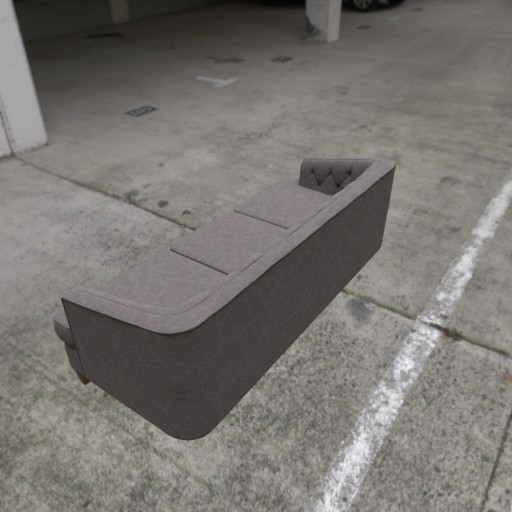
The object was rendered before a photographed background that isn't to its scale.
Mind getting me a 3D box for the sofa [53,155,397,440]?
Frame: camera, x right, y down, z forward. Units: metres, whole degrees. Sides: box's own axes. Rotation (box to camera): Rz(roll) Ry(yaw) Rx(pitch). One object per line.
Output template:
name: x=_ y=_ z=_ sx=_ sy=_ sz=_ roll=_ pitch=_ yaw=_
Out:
sofa: x=0.000 y=0.000 z=2.743 sx=0.917 sy=0.806 sz=2.247 roll=21 pitch=39 yaw=29
